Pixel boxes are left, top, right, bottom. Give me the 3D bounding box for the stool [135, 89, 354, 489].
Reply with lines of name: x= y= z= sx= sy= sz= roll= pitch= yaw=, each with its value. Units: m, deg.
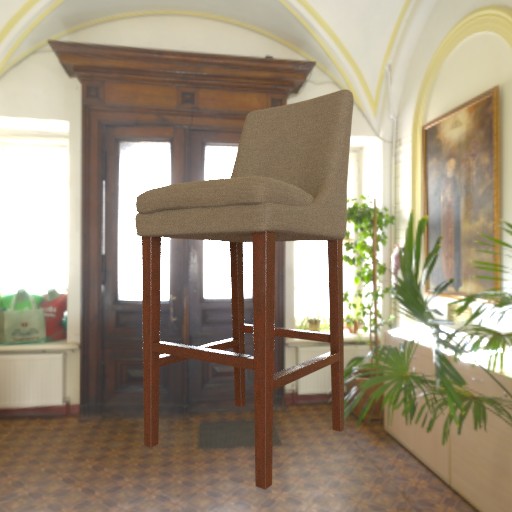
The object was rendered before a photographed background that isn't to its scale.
stool: x=0.000 y=0.000 z=1.349 sx=0.470 sy=1.078 sz=0.577 roll=0 pitch=0 yaw=35
